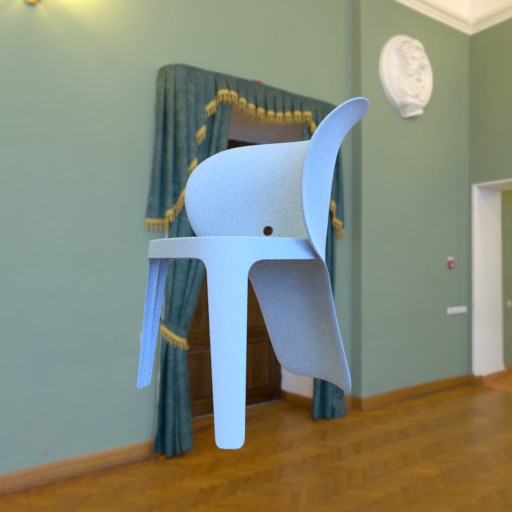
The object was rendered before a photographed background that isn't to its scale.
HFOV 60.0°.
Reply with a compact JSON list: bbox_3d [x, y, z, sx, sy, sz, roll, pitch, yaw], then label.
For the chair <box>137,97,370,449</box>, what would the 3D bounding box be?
[{"bbox_3d":[0.000,0.000,0.878,0.402,0.554,0.451,0,0,-34],"label":"chair"}]
